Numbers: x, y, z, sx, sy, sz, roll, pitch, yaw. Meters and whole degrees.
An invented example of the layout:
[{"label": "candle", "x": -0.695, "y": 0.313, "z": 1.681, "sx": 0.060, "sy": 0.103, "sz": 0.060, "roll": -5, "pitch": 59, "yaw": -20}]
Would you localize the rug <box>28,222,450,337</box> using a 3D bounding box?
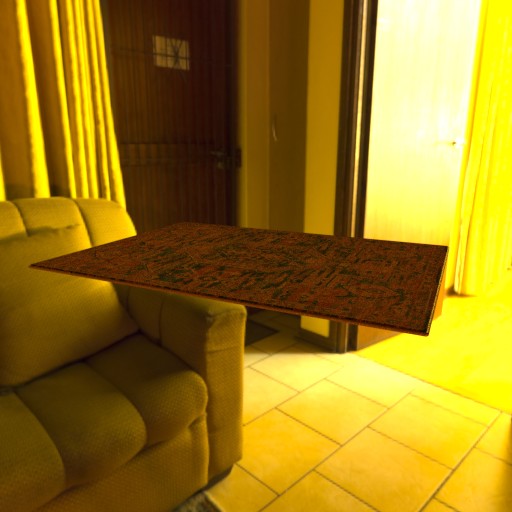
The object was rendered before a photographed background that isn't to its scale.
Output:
[{"label": "rug", "x": 0.000, "y": 0.000, "z": 2.824, "sx": 2.204, "sy": 0.024, "sz": 1.588, "roll": 7, "pitch": 16, "yaw": 25}]
